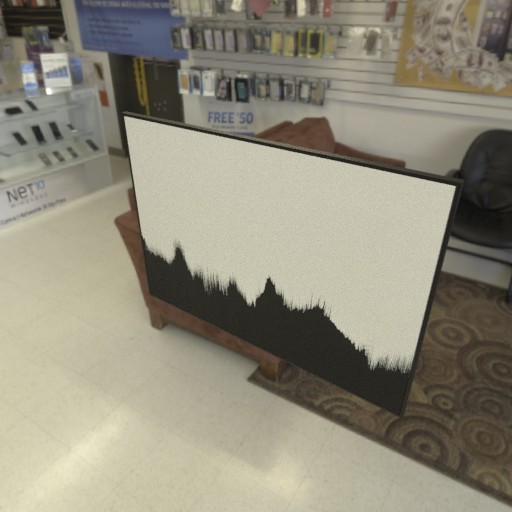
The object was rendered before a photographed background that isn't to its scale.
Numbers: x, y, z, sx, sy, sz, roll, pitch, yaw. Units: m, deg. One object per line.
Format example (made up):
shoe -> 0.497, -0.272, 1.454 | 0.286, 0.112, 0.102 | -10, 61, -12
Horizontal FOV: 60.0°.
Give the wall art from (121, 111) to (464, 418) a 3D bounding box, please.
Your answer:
wall art -> 0.000, 0.000, 1.243 | 0.957, 0.660, 0.019 | 20, 36, 30
